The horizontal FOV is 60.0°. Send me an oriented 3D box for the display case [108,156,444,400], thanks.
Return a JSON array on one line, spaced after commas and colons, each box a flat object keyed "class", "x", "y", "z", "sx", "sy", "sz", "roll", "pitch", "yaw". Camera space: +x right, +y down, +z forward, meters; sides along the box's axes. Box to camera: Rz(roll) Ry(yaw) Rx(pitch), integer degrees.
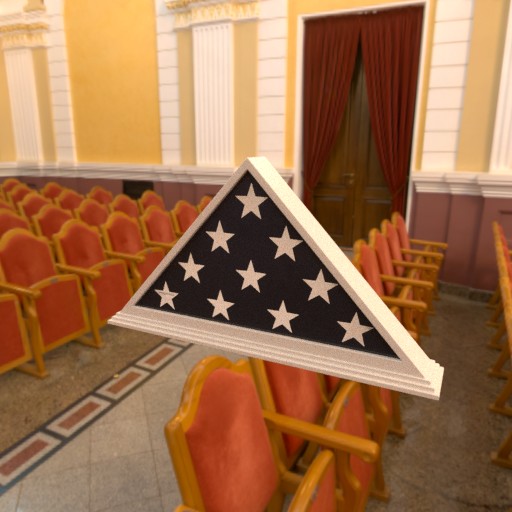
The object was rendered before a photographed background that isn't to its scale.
[{"class": "display case", "x": 0.000, "y": 0.000, "z": 0.781, "sx": 0.640, "sy": 0.340, "sz": 0.095, "roll": 7, "pitch": 16, "yaw": 25}]
